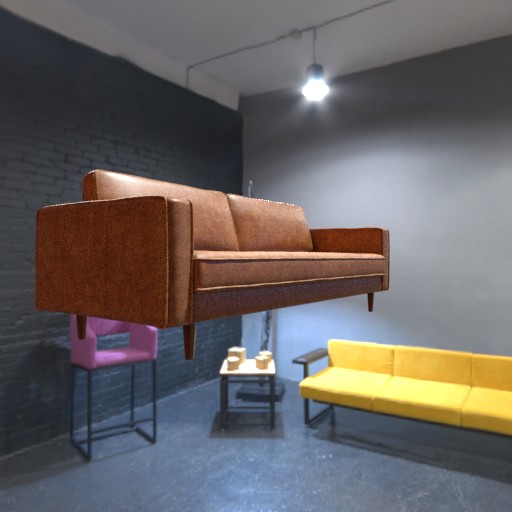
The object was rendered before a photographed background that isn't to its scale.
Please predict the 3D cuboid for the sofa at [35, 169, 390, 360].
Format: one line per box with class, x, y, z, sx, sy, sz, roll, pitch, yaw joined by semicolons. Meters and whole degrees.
sofa;0.000;0.000;2.588;0.886;0.779;2.199;0;0;36
